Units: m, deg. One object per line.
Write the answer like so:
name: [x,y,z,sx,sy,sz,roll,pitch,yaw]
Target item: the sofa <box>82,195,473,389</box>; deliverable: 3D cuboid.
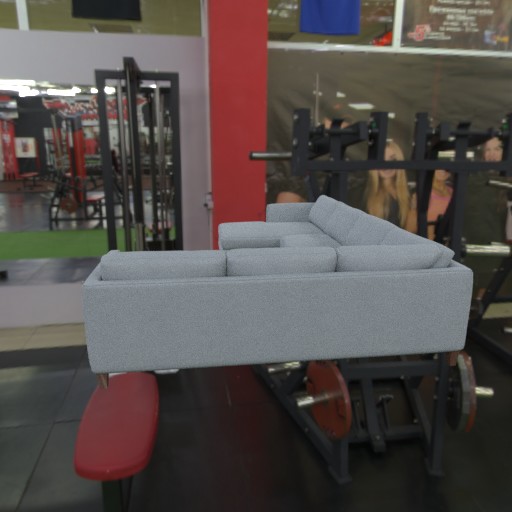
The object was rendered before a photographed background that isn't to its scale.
sofa: [0.000,0.000,4.370,2.551,0.853,3.238,-2,15,-7]
